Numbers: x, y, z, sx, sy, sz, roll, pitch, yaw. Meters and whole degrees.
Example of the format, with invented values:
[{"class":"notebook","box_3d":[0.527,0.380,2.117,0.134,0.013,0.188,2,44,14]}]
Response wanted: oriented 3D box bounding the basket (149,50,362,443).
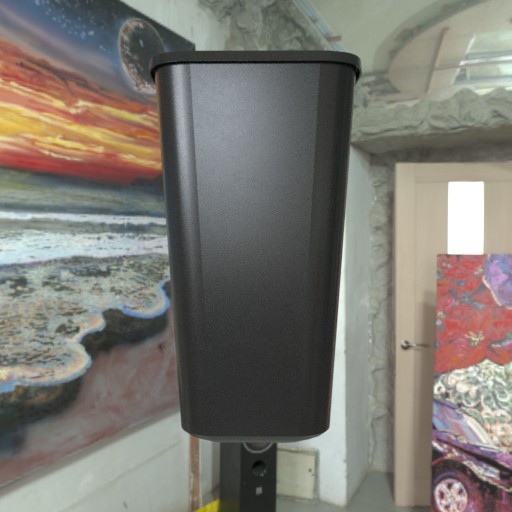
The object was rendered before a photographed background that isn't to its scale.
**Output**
[{"class":"basket","box_3d":[0.000,0.000,0.753,0.287,0.521,0.394,0,1,0]}]
